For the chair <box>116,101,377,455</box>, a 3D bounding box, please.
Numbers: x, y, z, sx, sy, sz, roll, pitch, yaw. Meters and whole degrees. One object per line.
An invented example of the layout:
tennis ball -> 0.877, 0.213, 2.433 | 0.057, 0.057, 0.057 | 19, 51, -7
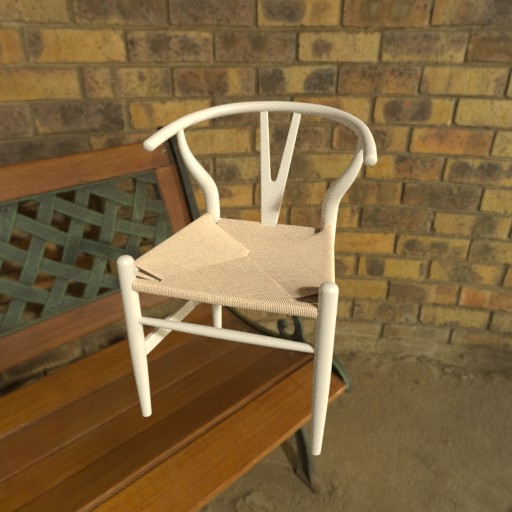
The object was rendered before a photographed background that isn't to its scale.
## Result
chair -> 0.000, 0.000, 1.191 | 0.569, 0.730, 0.579 | 7, 27, 14
